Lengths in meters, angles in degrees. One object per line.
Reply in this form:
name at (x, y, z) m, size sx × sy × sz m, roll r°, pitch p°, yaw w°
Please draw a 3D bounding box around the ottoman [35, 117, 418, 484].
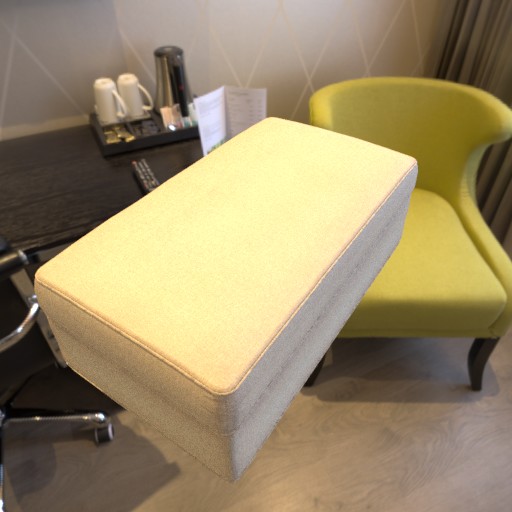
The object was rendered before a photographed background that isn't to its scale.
ottoman at (0.000, 0.000, 1.388) m, size 0.617 × 0.448 × 1.097 m, roll 24°, pitch 47°, yaw 25°
